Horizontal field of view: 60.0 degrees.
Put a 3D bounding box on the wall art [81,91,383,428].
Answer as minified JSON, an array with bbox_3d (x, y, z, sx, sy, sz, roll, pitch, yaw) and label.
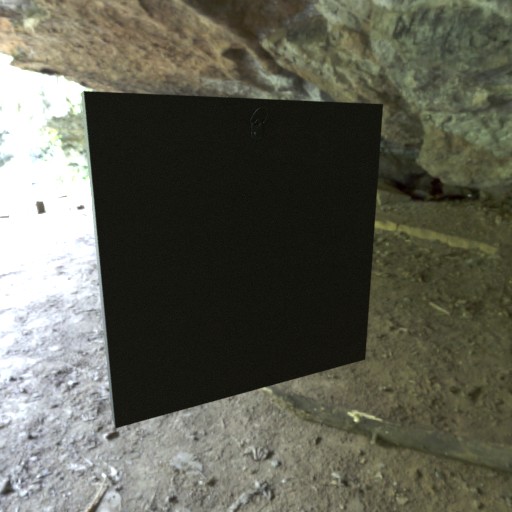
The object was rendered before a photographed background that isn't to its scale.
[{"bbox_3d":[0.000,0.000,0.520,0.349,0.349,0.038,-7,17,-26],"label":"wall art"}]
